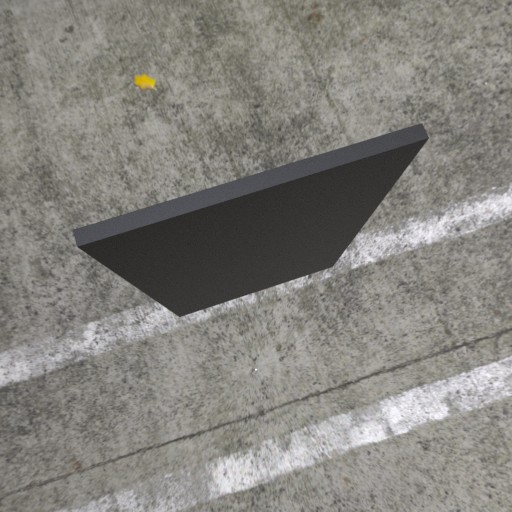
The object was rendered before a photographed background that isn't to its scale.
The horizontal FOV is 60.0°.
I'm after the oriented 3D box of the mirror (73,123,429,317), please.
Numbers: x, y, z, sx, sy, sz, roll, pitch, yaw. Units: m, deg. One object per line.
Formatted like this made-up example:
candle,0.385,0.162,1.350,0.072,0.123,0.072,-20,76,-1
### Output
mirror,0.000,0.000,1.505,0.762,1.219,0.038,-18,76,-4
